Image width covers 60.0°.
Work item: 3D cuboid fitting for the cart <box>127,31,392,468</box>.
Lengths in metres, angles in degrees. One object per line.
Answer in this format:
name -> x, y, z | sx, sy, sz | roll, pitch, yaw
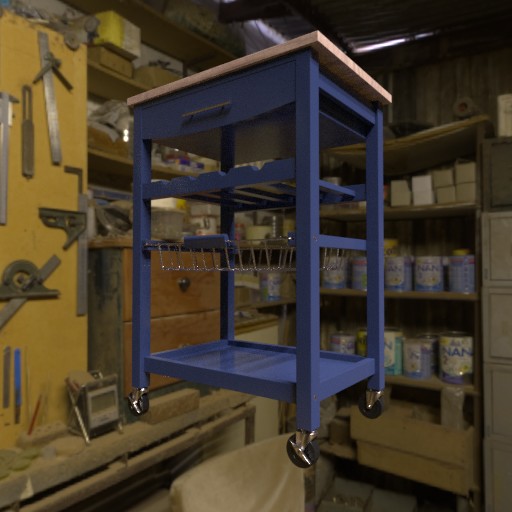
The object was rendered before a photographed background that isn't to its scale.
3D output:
cart -> 0.000, 0.000, 1.161 | 0.584, 0.839, 0.403 | -1, -2, 37
